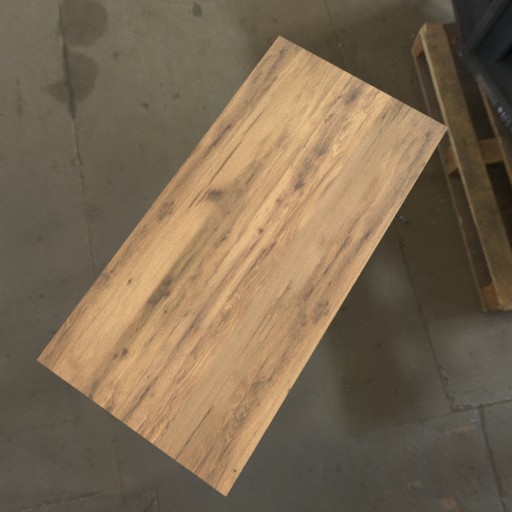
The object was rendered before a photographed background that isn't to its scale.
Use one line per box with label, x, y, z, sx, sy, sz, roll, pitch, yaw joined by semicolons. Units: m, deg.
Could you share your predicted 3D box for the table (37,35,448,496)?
table;0.000;0.000;2.456;1.000;0.770;2.000;32;78;8
